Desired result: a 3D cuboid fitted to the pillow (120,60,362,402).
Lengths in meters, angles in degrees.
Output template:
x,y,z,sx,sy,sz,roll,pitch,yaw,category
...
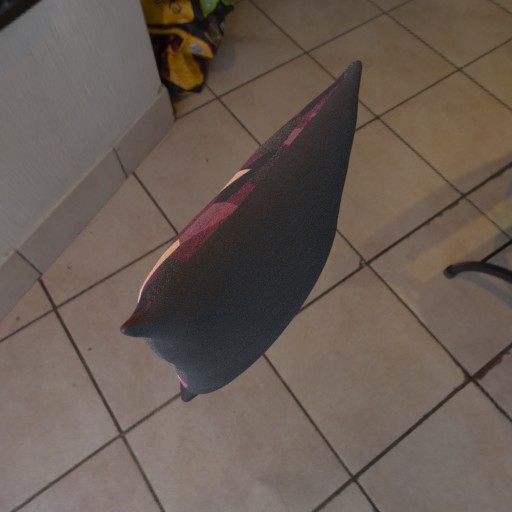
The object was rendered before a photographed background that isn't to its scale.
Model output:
x,y,z,sx,sy,sz,roll,pitch,yaw,category
0.000,0.000,0.763,0.208,0.496,0.503,33,68,15,pillow
